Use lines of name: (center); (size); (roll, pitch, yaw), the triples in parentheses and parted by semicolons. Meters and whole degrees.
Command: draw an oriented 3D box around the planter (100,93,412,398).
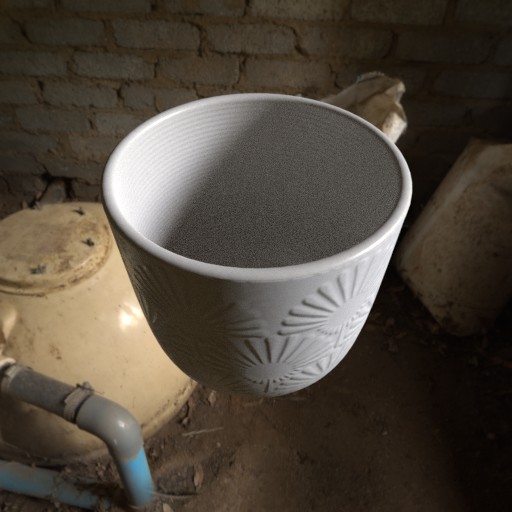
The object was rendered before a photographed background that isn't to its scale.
planter: (0.000, 0.000, 0.219); (0.124, 0.109, 0.124); (0, 46, 0)
